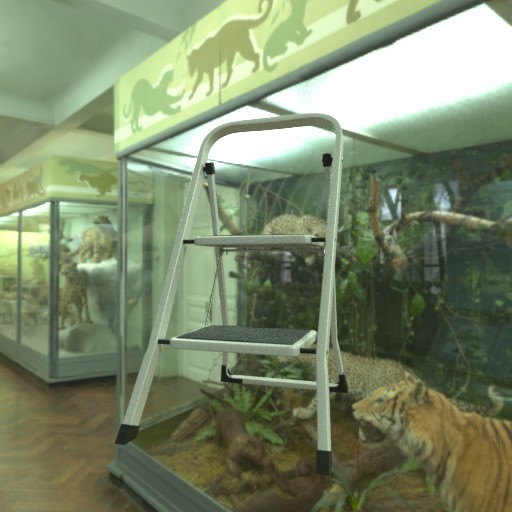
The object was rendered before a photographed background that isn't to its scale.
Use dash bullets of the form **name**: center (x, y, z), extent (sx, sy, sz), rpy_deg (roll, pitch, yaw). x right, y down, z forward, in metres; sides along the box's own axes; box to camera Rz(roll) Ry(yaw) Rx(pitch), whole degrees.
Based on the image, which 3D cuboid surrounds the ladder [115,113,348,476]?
- **ladder**: center (0.000, 0.000, 1.141), extent (0.460, 0.810, 0.544), rpy_deg (0, -1, 18)
